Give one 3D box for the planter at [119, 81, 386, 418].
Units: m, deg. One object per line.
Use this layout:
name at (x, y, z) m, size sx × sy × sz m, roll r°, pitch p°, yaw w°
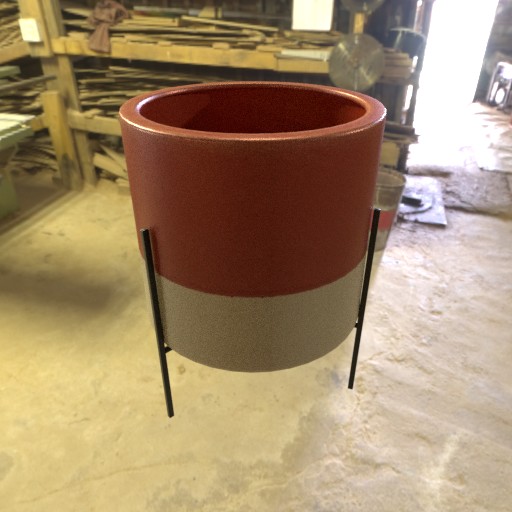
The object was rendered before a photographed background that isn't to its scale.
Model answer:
planter at (0.000, 0.000, 0.698) m, size 0.354 × 0.465 × 0.345 m, roll 10°, pitch 32°, yaw 16°
